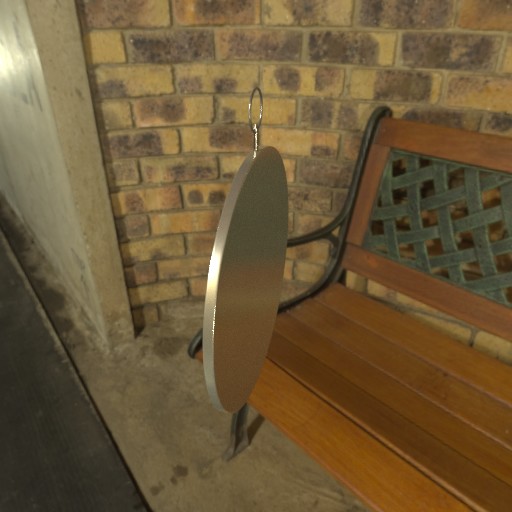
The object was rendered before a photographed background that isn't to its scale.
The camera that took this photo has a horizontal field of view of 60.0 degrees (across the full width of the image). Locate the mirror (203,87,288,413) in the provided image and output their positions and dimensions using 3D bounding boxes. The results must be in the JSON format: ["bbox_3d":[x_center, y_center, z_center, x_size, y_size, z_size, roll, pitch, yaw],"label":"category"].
[{"bbox_3d":[0.000,0.000,0.990,0.020,0.713,0.594,8,30,14],"label":"mirror"}]
